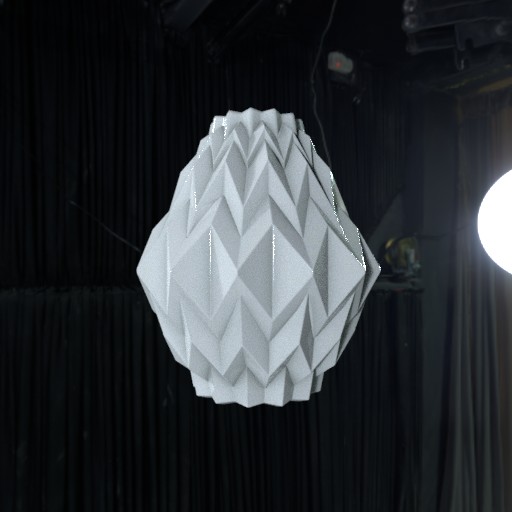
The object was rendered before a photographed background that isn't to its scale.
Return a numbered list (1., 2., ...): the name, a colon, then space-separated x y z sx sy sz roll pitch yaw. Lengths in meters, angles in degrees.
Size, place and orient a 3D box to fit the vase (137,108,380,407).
1. vase: 0.000 0.000 0.308 0.164 0.185 0.164 0 0 0
